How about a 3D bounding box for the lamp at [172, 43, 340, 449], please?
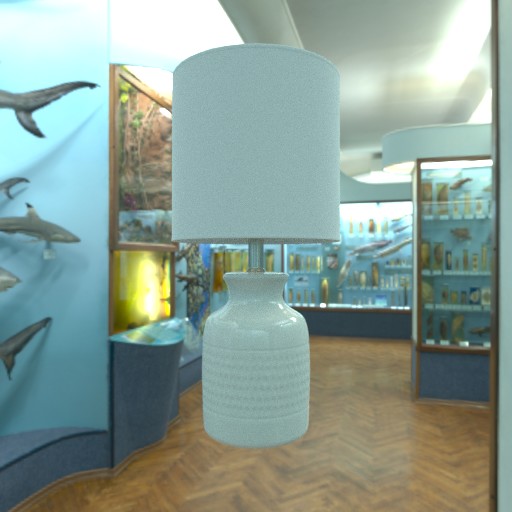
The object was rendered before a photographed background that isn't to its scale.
[{"bbox_3d":[0.000,0.000,0.502,0.188,0.392,0.188,0,0,17],"label":"lamp"}]
